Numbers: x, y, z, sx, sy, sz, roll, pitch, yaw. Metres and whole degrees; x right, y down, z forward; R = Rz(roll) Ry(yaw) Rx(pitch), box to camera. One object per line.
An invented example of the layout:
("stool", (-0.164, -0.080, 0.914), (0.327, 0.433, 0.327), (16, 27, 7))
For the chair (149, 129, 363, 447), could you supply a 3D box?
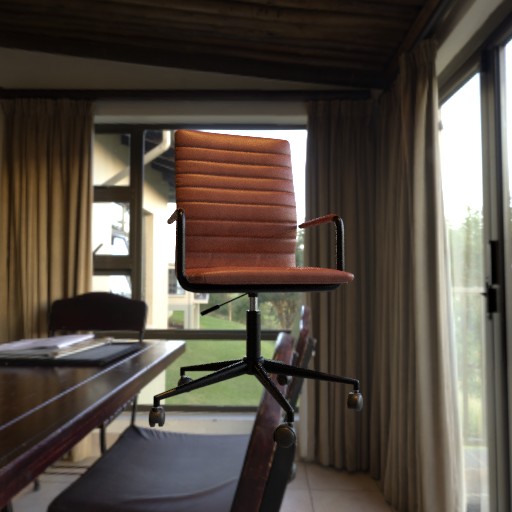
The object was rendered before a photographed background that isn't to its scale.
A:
("chair", (0.000, 0.000, 1.276), (0.600, 0.878, 0.578), (1, -3, -17))
